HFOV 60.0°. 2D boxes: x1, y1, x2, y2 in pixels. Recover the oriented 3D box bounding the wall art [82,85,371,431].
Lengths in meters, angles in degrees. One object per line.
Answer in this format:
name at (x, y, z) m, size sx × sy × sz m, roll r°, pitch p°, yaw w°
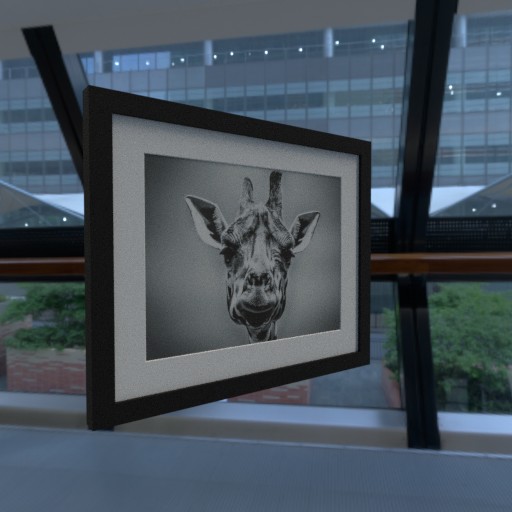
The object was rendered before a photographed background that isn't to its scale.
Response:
wall art at (0.000, 0.000, 0.759) m, size 0.558 × 0.457 × 0.031 m, roll -1°, pitch 2°, yaw -36°
